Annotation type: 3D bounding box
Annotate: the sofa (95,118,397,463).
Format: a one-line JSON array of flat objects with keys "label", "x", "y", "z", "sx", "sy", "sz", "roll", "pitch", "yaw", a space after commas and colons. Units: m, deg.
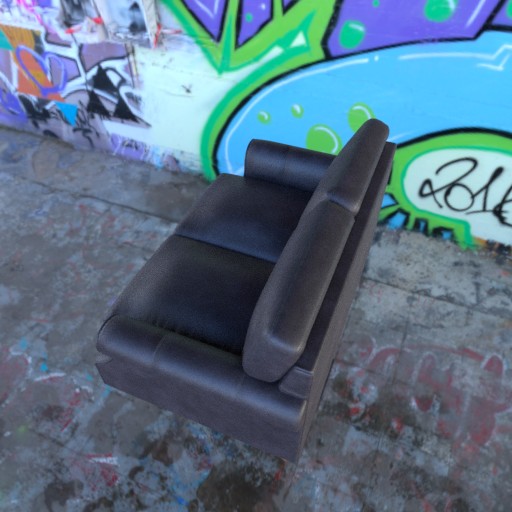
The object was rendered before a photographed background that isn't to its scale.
[{"label": "sofa", "x": 0.000, "y": 0.000, "z": 2.285, "sx": 1.030, "sy": 0.979, "sz": 1.663, "roll": 16, "pitch": 48, "yaw": 16}]
